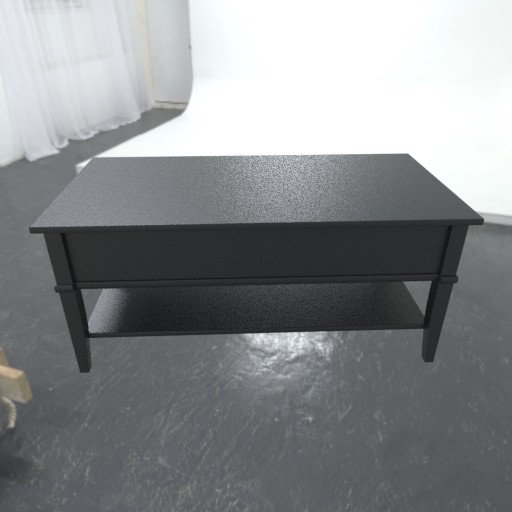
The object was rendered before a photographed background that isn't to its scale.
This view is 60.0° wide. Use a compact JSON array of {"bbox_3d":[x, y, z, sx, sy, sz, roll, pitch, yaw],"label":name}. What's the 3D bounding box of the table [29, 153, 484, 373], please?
[{"bbox_3d":[0.000,0.000,1.355,1.044,0.470,0.523,-1,30,-2],"label":"table"}]
